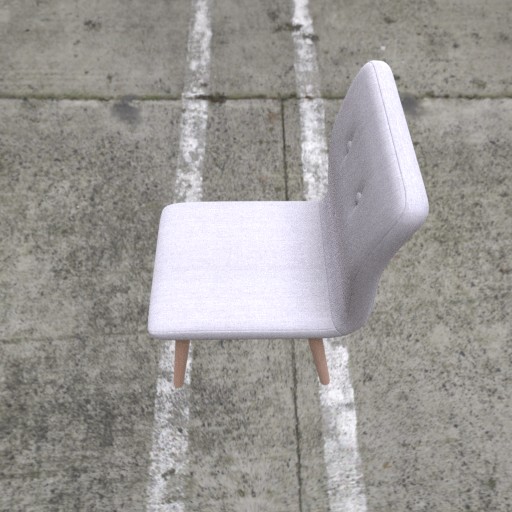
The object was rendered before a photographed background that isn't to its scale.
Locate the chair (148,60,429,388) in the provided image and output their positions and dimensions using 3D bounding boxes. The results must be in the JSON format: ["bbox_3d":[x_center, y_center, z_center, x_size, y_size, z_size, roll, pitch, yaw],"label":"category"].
[{"bbox_3d":[0.000,0.000,1.155,0.550,0.885,0.435,-1,58,-1],"label":"chair"}]
